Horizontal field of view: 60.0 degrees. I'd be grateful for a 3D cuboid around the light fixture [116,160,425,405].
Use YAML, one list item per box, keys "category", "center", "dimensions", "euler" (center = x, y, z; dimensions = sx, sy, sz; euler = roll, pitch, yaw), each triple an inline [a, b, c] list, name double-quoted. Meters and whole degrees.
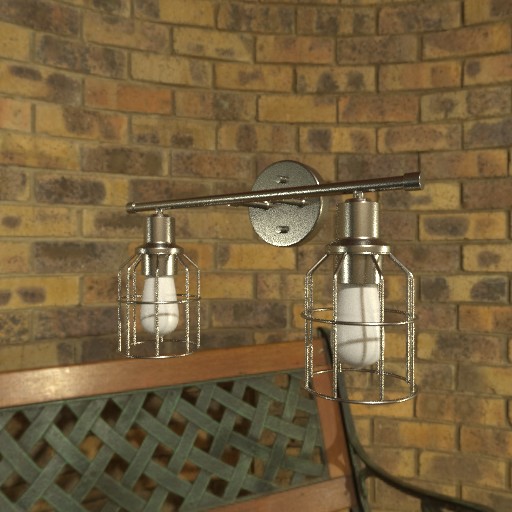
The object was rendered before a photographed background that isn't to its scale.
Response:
- category: "light fixture"
  center: [0.000, 0.000, 0.539]
  dimensions: [0.406, 0.254, 0.165]
  euler: [0, 0, 36]
